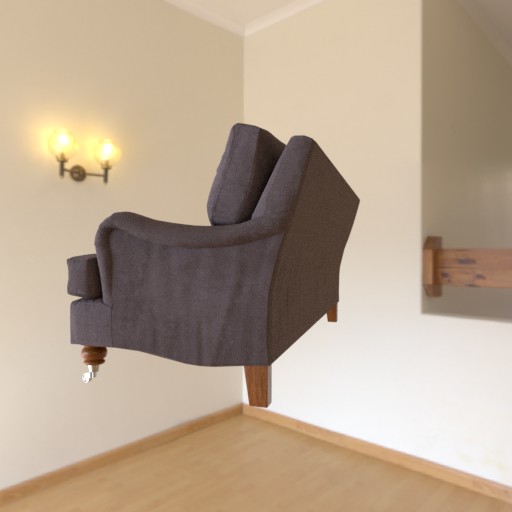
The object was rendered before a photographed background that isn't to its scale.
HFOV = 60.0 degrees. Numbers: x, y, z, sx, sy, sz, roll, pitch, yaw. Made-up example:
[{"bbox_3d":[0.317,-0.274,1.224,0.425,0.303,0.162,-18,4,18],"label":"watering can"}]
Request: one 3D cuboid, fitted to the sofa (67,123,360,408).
[{"bbox_3d":[0.000,0.000,2.717,1.086,1.087,2.165,0,1,18],"label":"sofa"}]
